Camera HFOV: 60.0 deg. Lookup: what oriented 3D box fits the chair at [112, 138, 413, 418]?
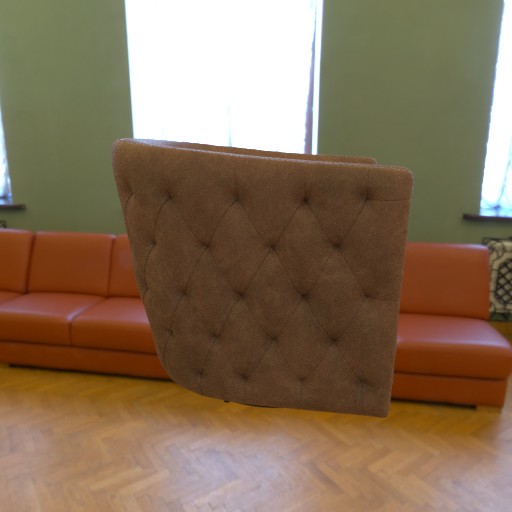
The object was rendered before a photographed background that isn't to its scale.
[{"bbox_3d":[0.000,0.000,1.536,0.870,0.790,0.850,2,14,8],"label":"chair"}]
